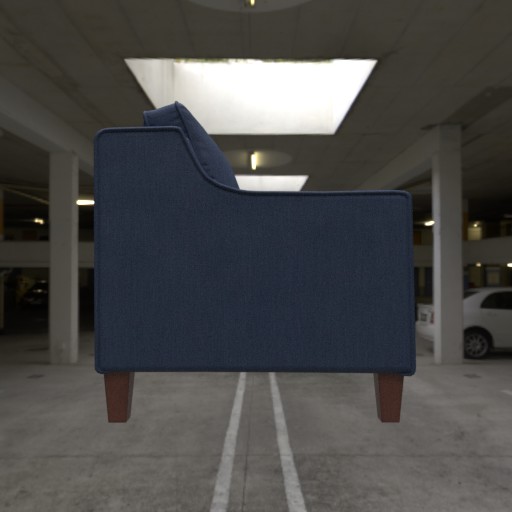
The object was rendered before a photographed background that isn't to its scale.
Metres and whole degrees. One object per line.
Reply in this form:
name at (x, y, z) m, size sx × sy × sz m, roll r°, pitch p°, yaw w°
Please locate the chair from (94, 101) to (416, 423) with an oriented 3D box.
chair at (0.000, 0.000, 1.642) m, size 0.909 × 0.960 × 0.831 m, roll 0°, pitch -1°, yaw 0°
